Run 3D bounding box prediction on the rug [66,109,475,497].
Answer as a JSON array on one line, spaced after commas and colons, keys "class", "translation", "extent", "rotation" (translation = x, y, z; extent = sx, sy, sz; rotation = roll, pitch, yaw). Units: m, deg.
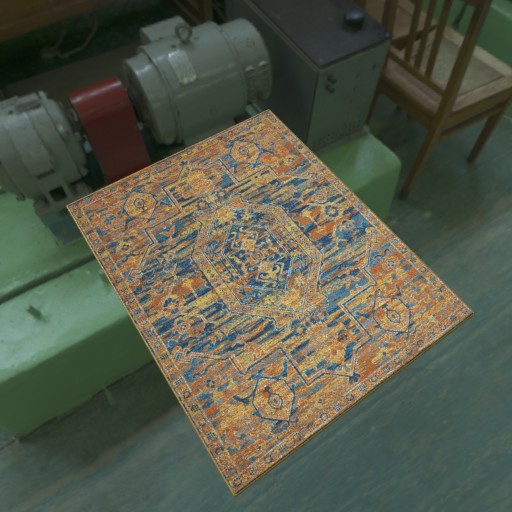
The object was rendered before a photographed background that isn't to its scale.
[{"class": "rug", "translation": [0.000, 0.000, 4.048], "extent": [2.435, 0.031, 3.040], "rotation": [-30, 64, -17]}]
